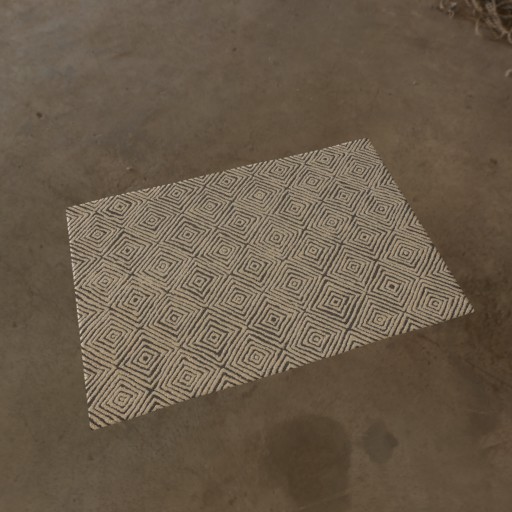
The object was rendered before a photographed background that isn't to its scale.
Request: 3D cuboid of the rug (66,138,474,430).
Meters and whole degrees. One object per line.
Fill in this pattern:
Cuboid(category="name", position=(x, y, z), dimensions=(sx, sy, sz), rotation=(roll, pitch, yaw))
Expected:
Cuboid(category="rug", position=(0.000, 0.000, 2.199), dimensions=(1.750, 0.004, 1.177), rotation=(-15, 60, -9))
